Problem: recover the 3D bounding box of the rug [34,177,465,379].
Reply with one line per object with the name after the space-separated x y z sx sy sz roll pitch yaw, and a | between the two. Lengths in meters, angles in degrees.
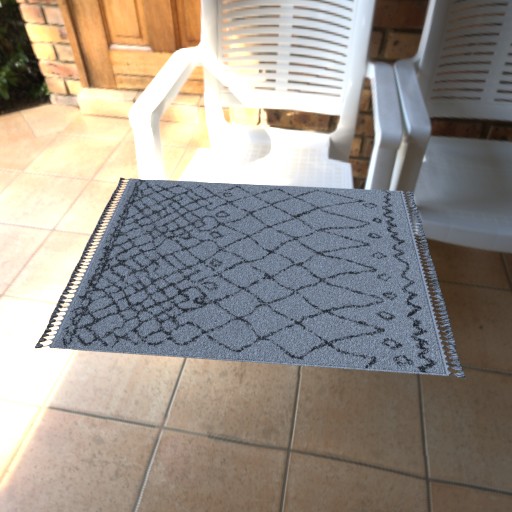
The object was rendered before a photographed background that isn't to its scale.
0.000 0.000 2.935 2.312 0.017 1.613 3 45 3 | rug
